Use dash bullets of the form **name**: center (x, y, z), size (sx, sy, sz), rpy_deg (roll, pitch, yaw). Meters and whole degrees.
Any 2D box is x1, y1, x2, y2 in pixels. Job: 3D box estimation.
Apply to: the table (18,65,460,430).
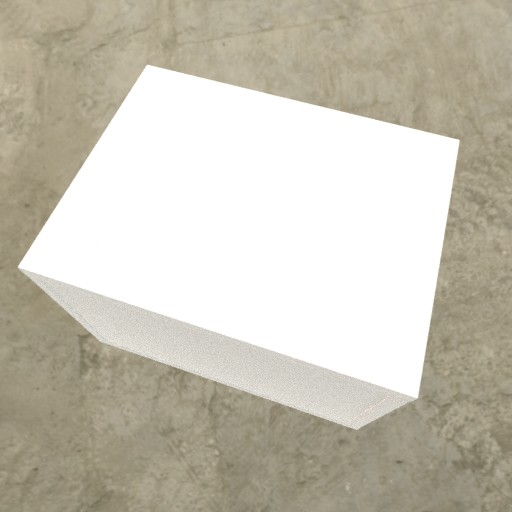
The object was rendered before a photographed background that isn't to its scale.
- **table**: center (0.000, 0.000, 0.780), size (0.517, 0.357, 0.399), rpy_deg (17, 64, 8)
